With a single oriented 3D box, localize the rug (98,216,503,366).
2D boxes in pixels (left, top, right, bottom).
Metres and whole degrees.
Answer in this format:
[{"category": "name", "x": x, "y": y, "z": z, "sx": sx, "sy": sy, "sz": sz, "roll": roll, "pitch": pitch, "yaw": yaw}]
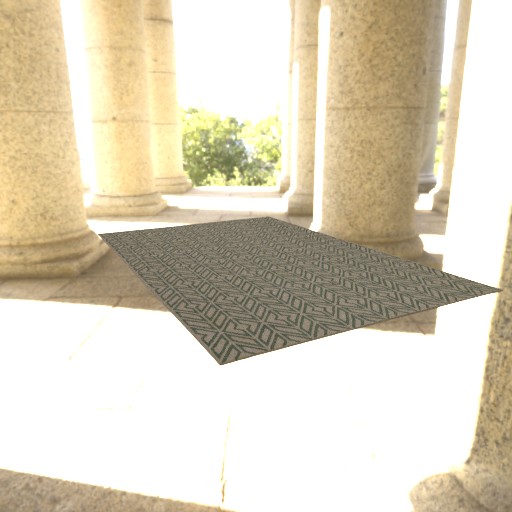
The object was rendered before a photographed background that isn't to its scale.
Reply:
[{"category": "rug", "x": 0.000, "y": 0.000, "z": 2.234, "sx": 1.220, "sy": 0.007, "sz": 1.828, "roll": -8, "pitch": 17, "yaw": -28}]
